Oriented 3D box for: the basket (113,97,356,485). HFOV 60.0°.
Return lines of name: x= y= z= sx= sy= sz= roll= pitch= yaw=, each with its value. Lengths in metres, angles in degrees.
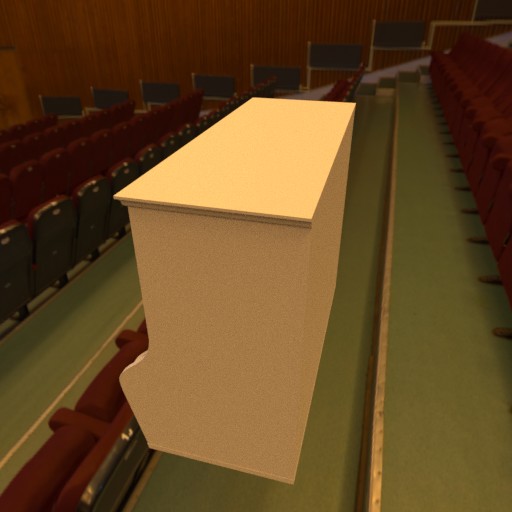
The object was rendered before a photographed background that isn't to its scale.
basket: x=0.000 y=0.000 z=1.140 sx=0.376 sy=0.625 sz=0.792 roll=8 pitch=31 yaw=13
